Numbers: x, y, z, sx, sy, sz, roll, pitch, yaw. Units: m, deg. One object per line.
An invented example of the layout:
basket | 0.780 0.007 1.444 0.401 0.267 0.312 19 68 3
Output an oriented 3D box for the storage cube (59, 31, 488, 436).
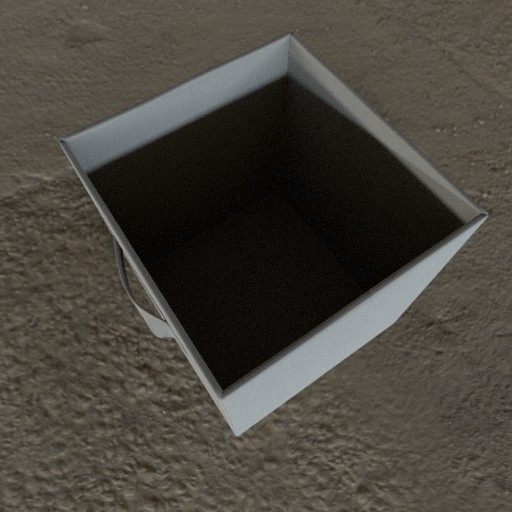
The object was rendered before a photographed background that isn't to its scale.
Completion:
storage cube | 0.000 0.000 0.489 0.270 0.280 0.270 -31 67 -15
